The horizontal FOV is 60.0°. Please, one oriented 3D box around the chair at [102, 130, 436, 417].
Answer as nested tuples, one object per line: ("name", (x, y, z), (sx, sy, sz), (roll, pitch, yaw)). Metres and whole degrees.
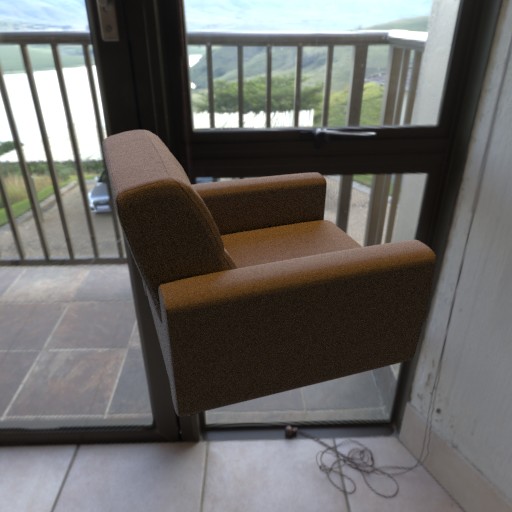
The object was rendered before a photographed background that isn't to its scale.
("chair", (0.000, 0.000, 1.583), (0.907, 0.839, 0.831), (-10, 31, -17))
